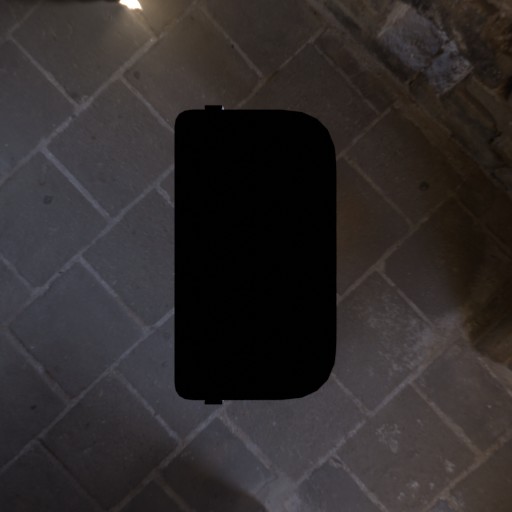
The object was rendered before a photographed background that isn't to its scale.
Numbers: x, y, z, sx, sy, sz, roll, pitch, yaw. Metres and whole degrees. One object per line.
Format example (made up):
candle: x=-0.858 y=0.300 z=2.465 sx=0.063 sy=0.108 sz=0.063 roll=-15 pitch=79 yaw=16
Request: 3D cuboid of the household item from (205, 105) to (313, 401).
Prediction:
household item: x=0.000 y=0.000 z=0.142 sx=0.038 sy=0.114 sz=0.070 roll=0 pitch=90 yaw=-1
